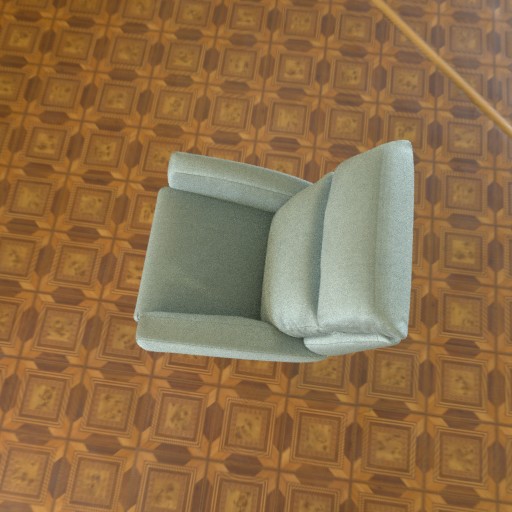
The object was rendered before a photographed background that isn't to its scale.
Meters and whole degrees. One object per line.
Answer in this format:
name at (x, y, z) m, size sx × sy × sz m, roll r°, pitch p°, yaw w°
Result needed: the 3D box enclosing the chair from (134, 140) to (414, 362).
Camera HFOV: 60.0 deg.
chair at (0.000, 0.000, 1.734) m, size 0.940 × 1.013 × 0.812 m, roll 7°, pitch 75°, yaw 2°
